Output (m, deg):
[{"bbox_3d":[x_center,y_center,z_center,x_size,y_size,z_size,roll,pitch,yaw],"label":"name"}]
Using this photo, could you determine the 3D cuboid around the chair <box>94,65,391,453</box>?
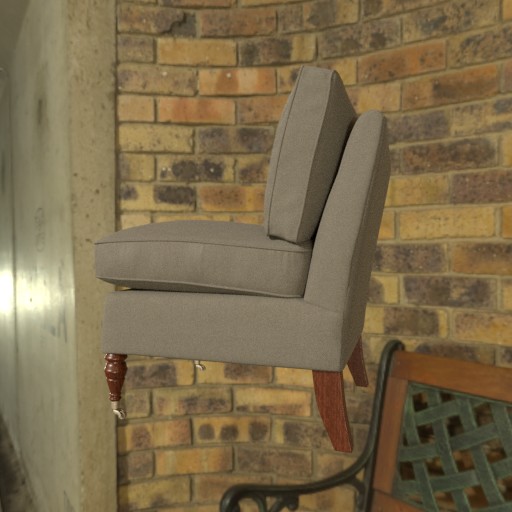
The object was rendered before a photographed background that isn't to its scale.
[{"bbox_3d":[0.000,0.000,1.605,0.924,1.045,0.724,0,0,18],"label":"chair"}]
